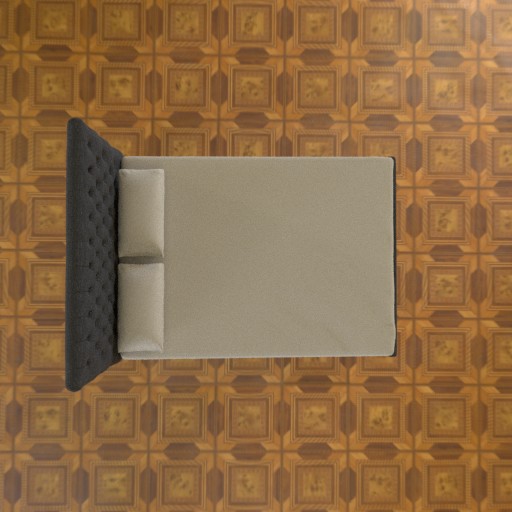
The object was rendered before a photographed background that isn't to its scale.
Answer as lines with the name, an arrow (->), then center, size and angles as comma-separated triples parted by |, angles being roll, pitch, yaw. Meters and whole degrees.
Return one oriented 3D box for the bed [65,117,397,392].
bed -> 0.000, 0.000, 3.428 | 2.387, 1.427, 1.698 | 0, 89, -1
